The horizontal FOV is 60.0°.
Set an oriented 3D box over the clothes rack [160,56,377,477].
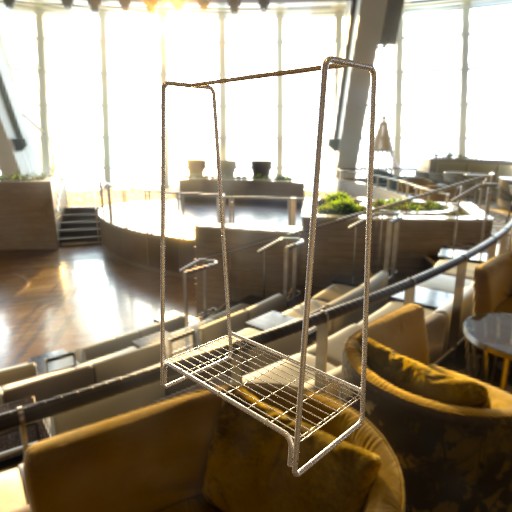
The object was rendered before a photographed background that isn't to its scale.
[{"bbox_3d":[0.000,0.000,1.953,0.900,1.500,0.495,14,20,43],"label":"clothes rack"}]
